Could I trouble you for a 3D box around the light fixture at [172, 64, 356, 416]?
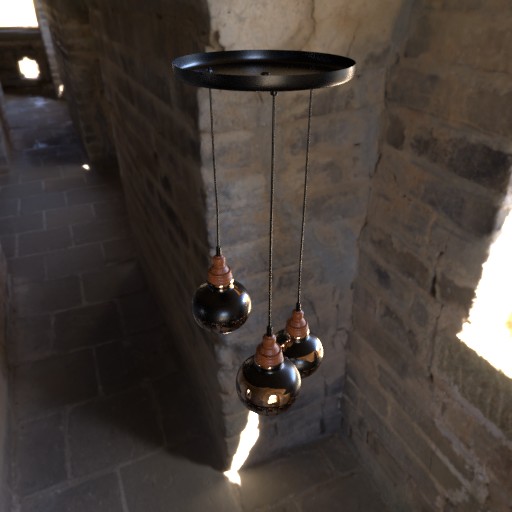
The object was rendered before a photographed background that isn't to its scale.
[{"bbox_3d":[0.000,0.000,1.731,0.605,1.410,0.608,11,33,17],"label":"light fixture"}]
